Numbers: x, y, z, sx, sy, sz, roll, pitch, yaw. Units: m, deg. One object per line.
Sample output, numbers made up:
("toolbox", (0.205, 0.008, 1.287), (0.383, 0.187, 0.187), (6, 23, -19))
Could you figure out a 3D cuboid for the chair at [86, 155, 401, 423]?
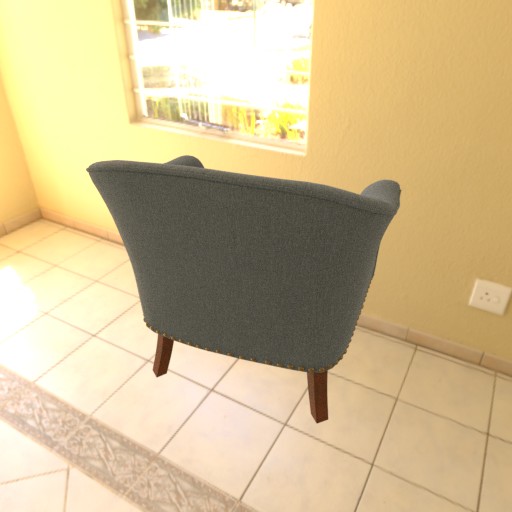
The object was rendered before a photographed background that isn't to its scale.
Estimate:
("chair", (0.000, 0.000, 1.399), (0.798, 0.815, 0.704), (11, 34, 17))
